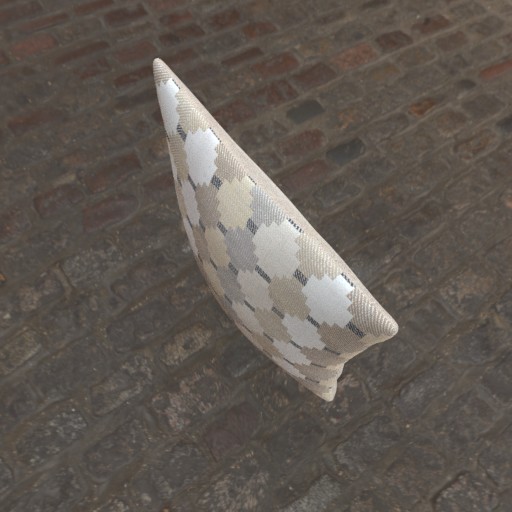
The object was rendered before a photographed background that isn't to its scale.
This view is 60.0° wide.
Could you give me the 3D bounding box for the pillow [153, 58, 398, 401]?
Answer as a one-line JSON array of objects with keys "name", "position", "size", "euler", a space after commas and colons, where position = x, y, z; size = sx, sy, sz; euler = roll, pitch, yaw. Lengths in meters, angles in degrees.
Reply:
[{"name": "pillow", "position": [0.000, 0.000, 0.867], "size": [0.192, 0.558, 0.578], "euler": [-33, 68, -15]}]
